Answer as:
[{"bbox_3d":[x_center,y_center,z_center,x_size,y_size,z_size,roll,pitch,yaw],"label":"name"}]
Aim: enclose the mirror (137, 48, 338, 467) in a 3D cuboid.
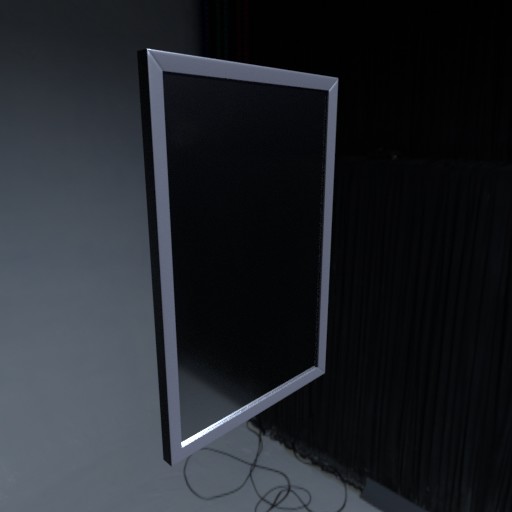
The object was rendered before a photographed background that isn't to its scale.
[{"bbox_3d":[0.000,0.000,1.156,0.040,0.915,0.609,15,21,43],"label":"mirror"}]
